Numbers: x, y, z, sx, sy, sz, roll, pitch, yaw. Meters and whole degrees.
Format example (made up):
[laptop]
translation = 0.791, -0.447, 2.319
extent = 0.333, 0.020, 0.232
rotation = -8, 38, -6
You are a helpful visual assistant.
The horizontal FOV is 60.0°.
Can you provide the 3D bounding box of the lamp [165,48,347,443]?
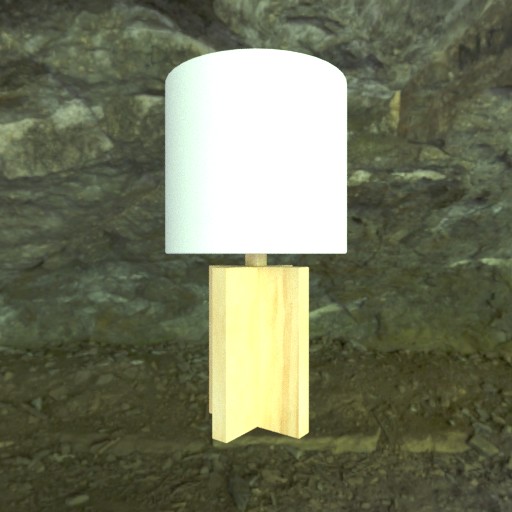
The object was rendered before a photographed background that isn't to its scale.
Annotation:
[lamp]
translation = 0.000, 0.000, 0.570
extent = 0.229, 0.428, 0.229
rotation = 0, 0, 37
